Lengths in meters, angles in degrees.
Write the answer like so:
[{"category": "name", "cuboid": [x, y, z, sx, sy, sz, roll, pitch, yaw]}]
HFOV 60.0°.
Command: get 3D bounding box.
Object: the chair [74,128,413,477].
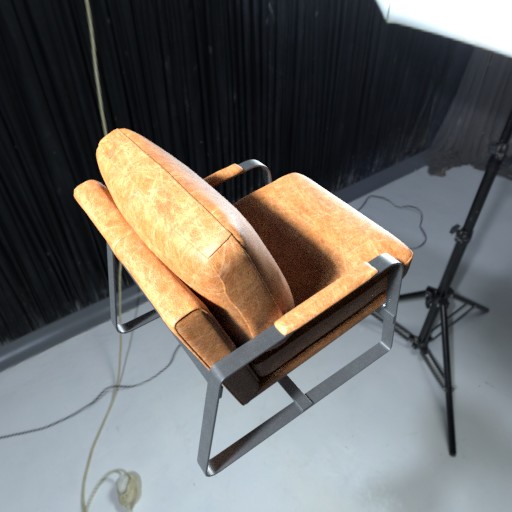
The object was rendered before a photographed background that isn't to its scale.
[{"category": "chair", "cuboid": [0.000, 0.000, 1.325, 0.801, 0.777, 0.651, -26, 48, -26]}]
